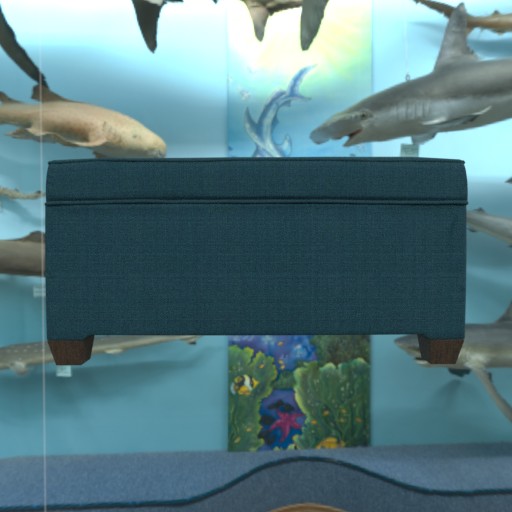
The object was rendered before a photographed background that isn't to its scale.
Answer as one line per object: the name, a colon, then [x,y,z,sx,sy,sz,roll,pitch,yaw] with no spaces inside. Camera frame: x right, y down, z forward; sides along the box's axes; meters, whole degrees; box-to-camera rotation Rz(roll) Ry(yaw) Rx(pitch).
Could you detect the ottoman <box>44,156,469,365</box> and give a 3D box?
ottoman: [0.000,0.000,1.184,0.943,0.474,0.474,0,1,-1]
